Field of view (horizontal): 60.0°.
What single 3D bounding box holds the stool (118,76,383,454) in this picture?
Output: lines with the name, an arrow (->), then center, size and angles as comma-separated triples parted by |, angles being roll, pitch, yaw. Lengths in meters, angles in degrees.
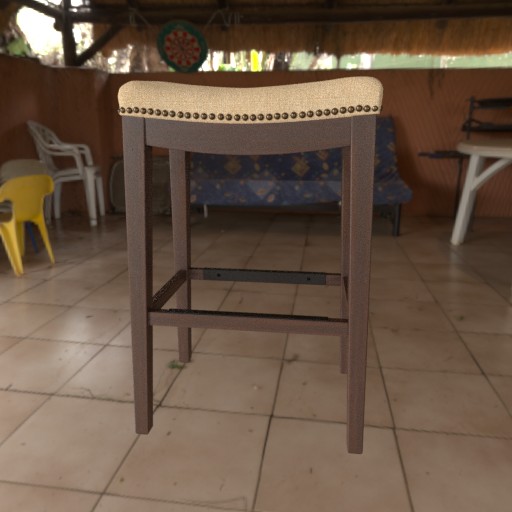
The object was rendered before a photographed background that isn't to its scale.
stool -> 0.000, 0.000, 1.052 | 0.509, 0.768, 0.363 | 2, 16, 7
